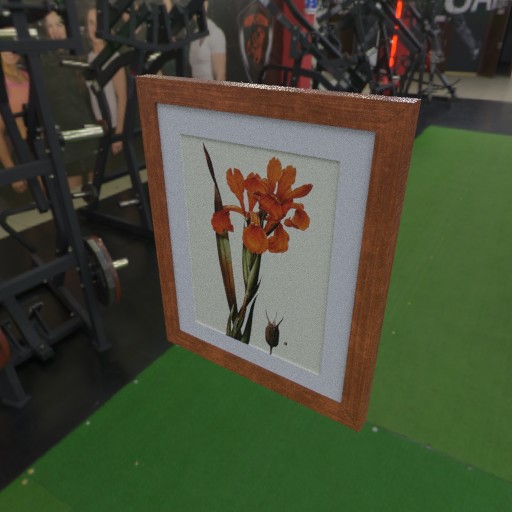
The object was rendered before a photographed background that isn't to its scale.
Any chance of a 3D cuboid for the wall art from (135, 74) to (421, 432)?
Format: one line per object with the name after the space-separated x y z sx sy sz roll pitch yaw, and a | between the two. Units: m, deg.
0.000 0.000 0.784 0.467 0.567 0.033 17 33 29 | wall art
